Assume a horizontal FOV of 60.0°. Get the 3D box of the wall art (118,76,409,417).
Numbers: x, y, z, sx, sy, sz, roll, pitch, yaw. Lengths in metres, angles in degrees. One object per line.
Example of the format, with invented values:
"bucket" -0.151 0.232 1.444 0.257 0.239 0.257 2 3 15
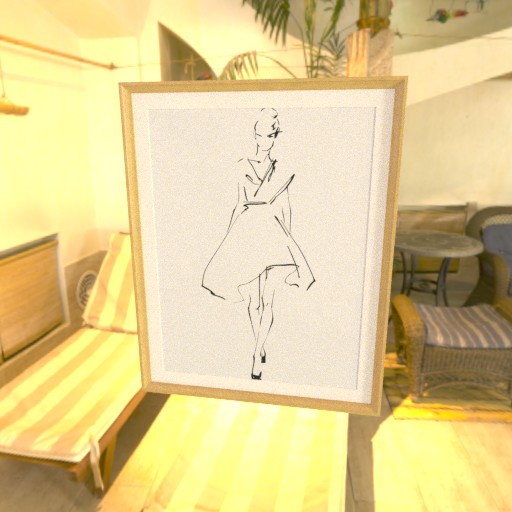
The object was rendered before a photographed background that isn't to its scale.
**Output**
"wall art" 0.000 0.000 1.348 0.798 1.002 0.030 3 16 10
